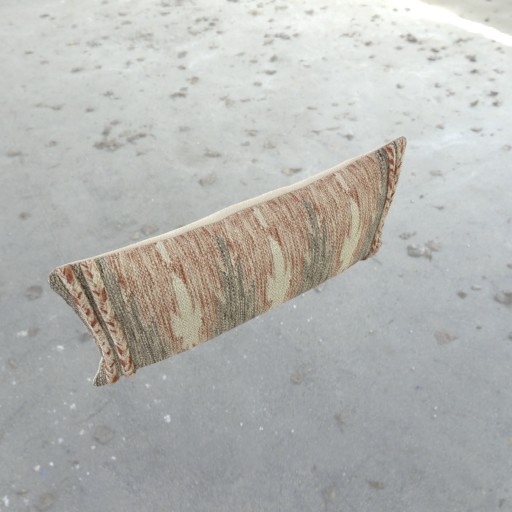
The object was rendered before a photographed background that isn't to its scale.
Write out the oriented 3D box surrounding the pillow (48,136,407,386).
[{"bbox_3d":[0.000,0.000,0.756,0.635,0.282,0.139,-24,51,-21],"label":"pillow"}]
